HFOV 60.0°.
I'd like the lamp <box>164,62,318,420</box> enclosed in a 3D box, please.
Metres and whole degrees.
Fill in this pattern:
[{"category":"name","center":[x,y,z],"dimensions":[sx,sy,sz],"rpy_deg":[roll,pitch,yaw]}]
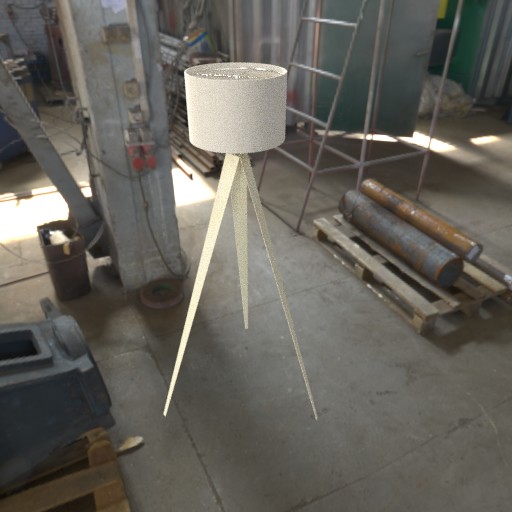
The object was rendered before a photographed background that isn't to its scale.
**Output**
[{"category":"lamp","center":[0.000,0.000,1.937],"dimensions":[0.716,1.524,0.724],"rpy_deg":[10,33,15]}]
